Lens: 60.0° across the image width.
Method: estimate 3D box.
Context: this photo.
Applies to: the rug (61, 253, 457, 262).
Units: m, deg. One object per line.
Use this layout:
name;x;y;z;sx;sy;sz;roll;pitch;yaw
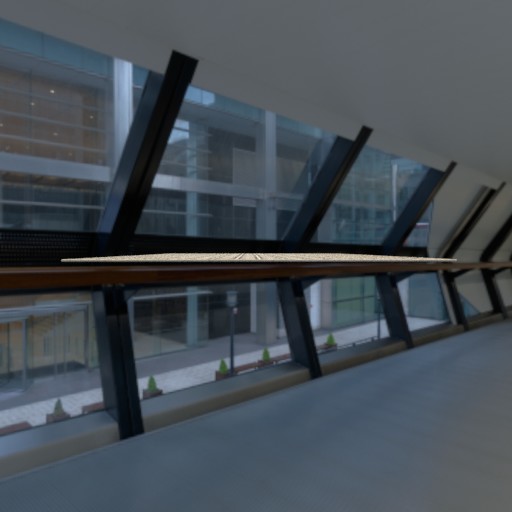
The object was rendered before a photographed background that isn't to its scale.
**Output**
rug;0.000;0.000;2.275;1.220;0.007;1.828;0;1;-1
